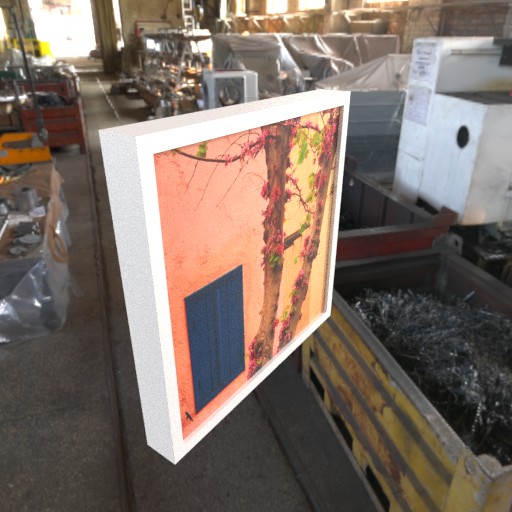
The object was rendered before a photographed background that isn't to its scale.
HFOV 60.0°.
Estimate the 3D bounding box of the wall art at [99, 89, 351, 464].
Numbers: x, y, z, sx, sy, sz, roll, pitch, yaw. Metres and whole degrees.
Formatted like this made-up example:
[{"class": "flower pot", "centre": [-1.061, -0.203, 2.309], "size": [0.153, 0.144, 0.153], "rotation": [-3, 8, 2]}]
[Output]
[{"class": "wall art", "centre": [0.000, 0.000, 0.465], "size": [0.038, 0.302, 0.305], "rotation": [18, 32, 32]}]
